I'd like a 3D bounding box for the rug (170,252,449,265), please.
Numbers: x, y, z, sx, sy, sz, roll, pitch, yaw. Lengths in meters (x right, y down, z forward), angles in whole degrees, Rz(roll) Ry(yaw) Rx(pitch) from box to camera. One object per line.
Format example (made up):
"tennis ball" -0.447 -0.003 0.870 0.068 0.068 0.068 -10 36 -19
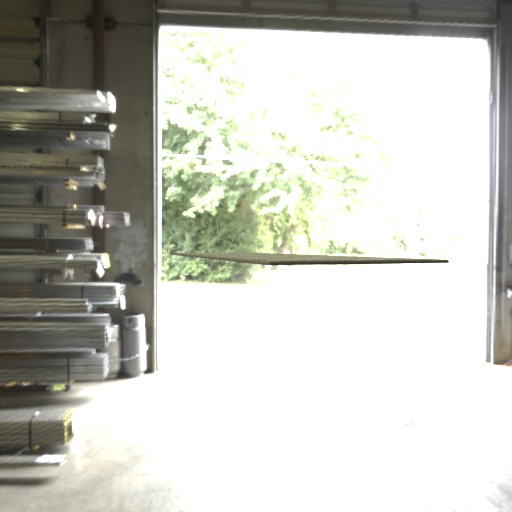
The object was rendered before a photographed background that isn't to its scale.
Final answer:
"rug" 0.000 0.000 2.529 0.678 0.014 2.276 0 1 -19
